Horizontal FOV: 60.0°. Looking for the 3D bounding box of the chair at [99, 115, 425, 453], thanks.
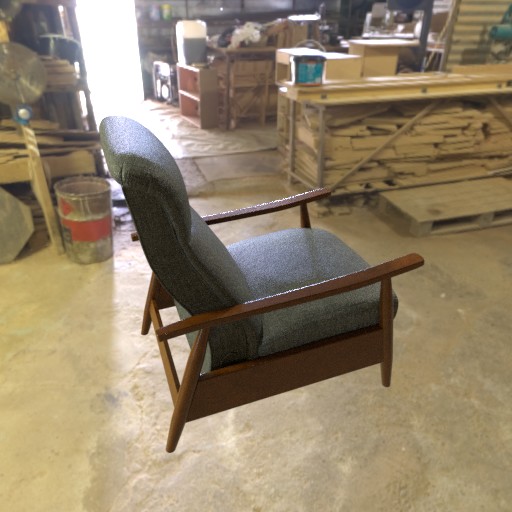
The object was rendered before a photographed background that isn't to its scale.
[{"bbox_3d":[0.000,0.000,1.790,1.030,1.082,0.762,-10,31,-17],"label":"chair"}]
